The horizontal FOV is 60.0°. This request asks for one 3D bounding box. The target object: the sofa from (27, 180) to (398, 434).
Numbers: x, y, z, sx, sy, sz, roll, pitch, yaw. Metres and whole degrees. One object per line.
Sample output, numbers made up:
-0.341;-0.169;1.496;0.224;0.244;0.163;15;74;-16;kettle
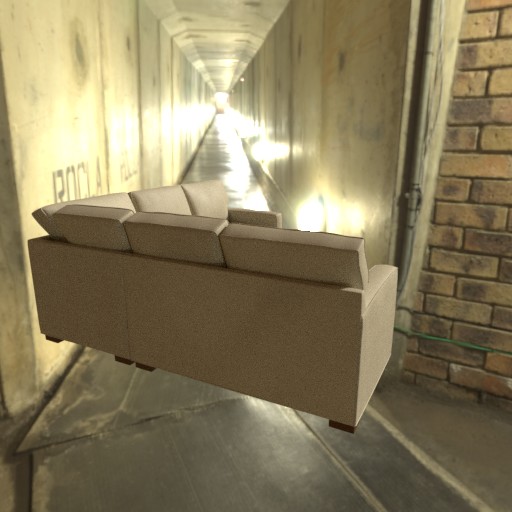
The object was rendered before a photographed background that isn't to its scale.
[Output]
0.000;0.000;3.347;2.182;0.939;2.189;8;17;27;sofa
